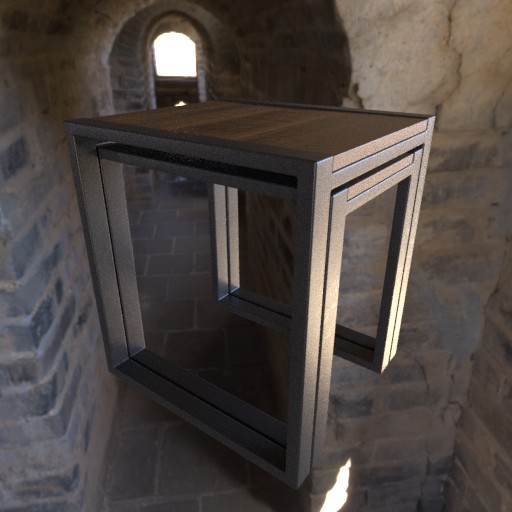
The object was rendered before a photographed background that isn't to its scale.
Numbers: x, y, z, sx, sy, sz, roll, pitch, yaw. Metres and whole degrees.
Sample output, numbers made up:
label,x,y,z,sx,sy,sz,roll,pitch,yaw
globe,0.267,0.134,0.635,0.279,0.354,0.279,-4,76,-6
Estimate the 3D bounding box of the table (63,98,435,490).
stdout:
label,x,y,z,sx,sy,sz,roll,pitch,yaw
table,0.000,0.000,0.912,0.500,0.550,0.449,18,31,32
